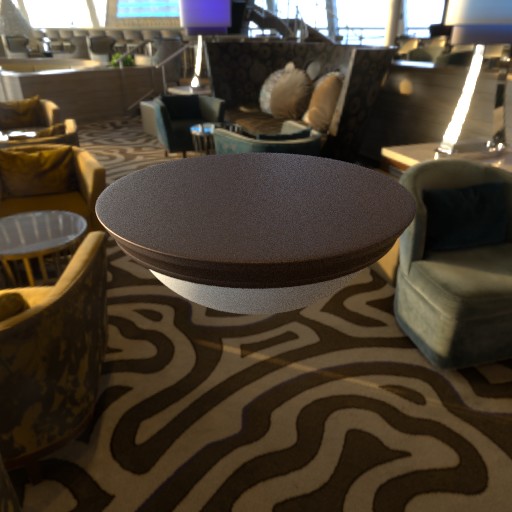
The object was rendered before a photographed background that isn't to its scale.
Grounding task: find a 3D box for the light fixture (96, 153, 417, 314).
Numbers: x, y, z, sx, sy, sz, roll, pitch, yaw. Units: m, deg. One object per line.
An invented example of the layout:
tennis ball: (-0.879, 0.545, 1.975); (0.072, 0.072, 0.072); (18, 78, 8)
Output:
light fixture: (0.000, 0.000, 0.436); (0.280, 0.135, 0.280); (0, 27, 0)
